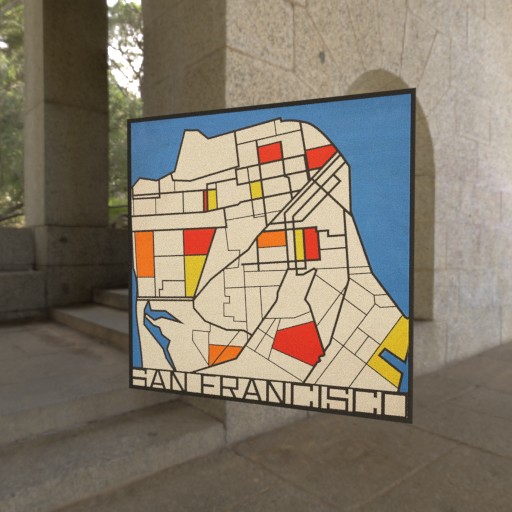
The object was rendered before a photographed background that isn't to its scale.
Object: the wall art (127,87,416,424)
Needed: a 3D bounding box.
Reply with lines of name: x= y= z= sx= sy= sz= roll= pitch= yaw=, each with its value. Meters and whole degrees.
wall art: x=0.000 y=0.000 z=0.987 sx=0.664 sy=0.663 sz=0.015 roll=1 pitch=2 yaw=19
